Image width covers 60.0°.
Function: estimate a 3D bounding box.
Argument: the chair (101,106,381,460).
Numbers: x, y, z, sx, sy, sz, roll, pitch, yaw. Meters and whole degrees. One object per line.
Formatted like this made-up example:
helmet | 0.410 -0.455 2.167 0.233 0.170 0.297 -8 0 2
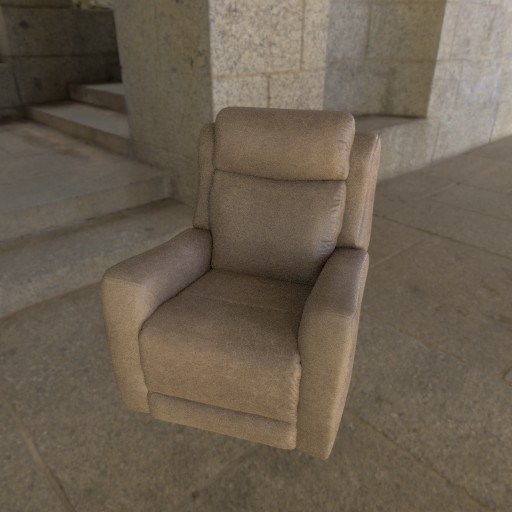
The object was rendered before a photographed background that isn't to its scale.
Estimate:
chair | 0.000 0.000 1.938 0.967 1.116 1.068 8 28 16
